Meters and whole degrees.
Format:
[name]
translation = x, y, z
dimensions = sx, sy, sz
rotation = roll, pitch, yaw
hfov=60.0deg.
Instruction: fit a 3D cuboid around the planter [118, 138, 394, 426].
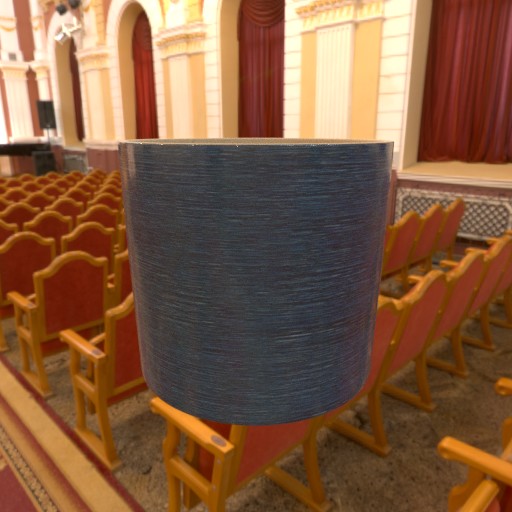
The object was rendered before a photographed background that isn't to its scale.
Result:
[planter]
translation = 0.000, 0.000, 0.398
dimensions = 0.221, 0.201, 0.221
rotation = 0, 16, 0
